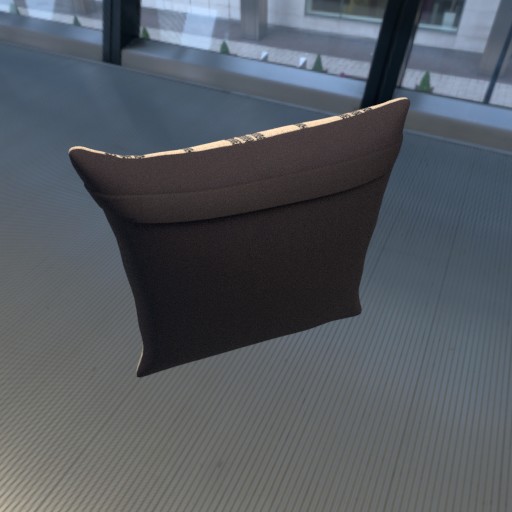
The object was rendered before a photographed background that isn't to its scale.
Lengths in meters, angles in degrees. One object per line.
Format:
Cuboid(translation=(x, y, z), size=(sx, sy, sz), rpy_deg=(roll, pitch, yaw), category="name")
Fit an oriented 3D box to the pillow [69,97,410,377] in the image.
Cuboid(translation=(0.000, 0.000, 0.629), size=(0.405, 0.406, 0.173), rpy_deg=(-13, 44, -14), category="pillow")
